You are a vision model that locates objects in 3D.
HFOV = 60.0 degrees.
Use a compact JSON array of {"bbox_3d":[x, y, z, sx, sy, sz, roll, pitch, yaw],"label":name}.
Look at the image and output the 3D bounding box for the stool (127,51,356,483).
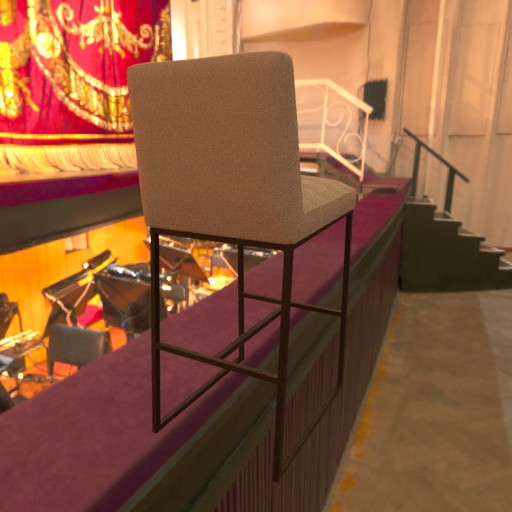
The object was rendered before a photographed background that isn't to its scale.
[{"bbox_3d":[0.000,0.000,1.368,0.464,1.061,0.573,8,17,28],"label":"stool"}]
